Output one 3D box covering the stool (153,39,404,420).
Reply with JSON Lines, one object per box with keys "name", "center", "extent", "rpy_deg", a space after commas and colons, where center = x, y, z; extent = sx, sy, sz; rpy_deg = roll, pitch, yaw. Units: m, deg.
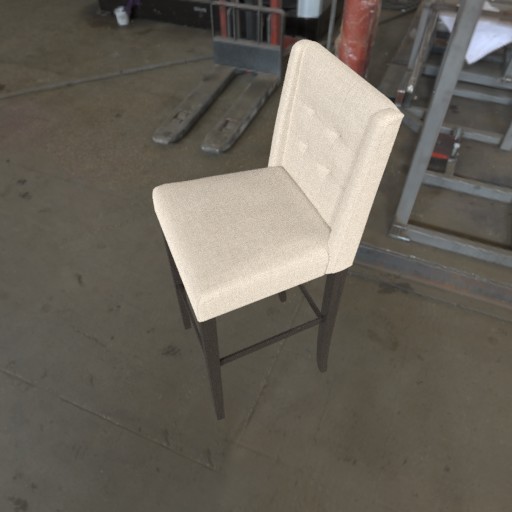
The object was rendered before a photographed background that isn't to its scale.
{"name": "stool", "center": [0.000, 0.000, 1.401], "extent": [0.509, 1.116, 0.474], "rpy_deg": [-17, 49, -15]}
